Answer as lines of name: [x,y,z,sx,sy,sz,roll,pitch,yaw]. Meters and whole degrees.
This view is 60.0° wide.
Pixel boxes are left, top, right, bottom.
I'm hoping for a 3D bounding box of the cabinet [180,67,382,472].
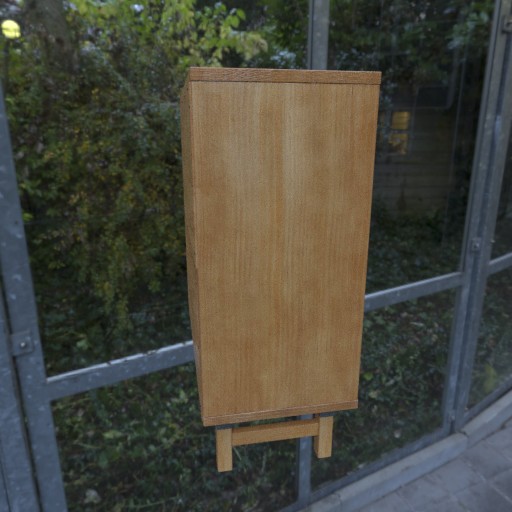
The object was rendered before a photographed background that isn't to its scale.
cabinet: [0.000,0.000,1.405,0.419,1.001,0.800,-3,16,-10]
